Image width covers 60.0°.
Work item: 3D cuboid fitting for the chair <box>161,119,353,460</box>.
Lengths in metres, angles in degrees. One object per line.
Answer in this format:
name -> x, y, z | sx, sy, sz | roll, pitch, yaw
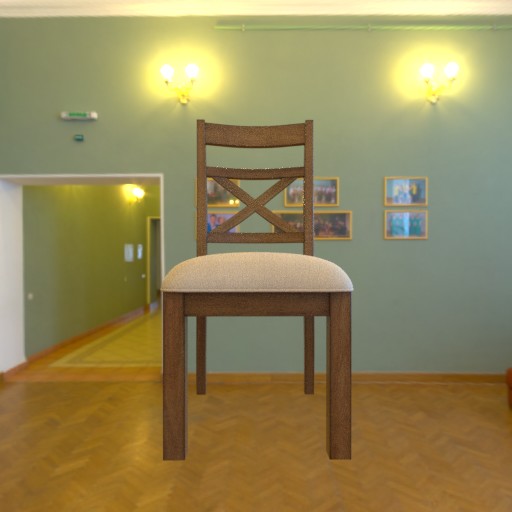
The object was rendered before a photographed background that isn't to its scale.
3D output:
chair -> 0.000, 0.000, 1.303 | 0.461, 0.949, 0.581 | 0, 0, -1
